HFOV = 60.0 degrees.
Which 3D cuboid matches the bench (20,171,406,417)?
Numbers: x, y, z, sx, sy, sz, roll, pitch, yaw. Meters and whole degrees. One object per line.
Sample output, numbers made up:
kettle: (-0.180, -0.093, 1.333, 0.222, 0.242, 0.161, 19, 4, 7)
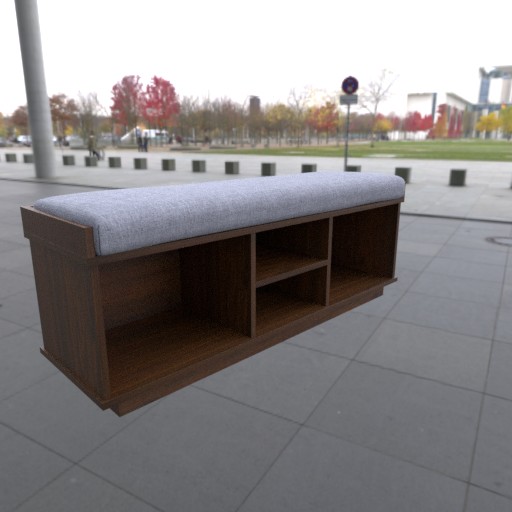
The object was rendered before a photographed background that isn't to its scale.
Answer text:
bench: (0.000, 0.000, 1.373, 1.196, 0.468, 0.367, -14, 21, -42)
